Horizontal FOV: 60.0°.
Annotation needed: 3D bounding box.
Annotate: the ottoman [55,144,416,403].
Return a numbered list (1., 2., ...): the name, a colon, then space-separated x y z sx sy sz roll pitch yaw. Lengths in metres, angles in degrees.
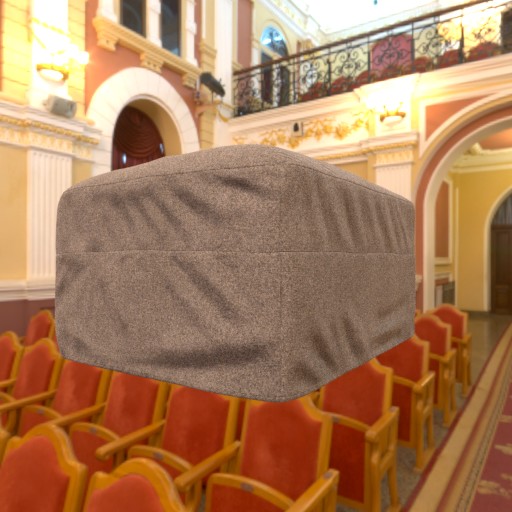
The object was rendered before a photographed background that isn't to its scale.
1. ottoman: 0.000 0.000 1.217 0.683 0.481 0.837 0 0 34
